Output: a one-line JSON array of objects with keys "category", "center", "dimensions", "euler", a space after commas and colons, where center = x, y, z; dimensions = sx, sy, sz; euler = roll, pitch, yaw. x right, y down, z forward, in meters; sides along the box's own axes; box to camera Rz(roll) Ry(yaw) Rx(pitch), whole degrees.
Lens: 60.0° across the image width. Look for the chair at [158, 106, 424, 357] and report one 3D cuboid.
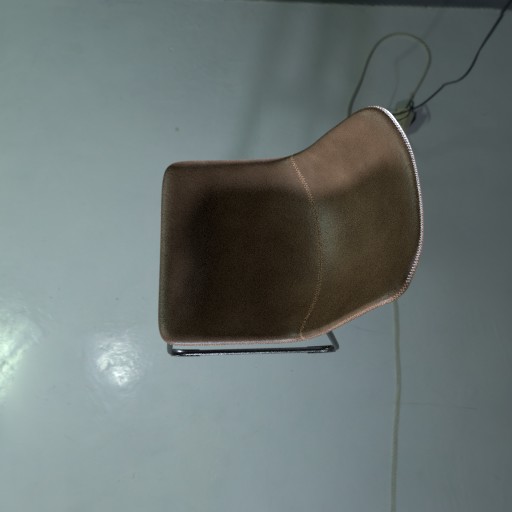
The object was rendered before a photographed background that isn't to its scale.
[{"category": "chair", "center": [0.000, 0.000, 1.102], "dimensions": [0.551, 0.780, 0.460], "euler": [-1, 76, 0]}]
